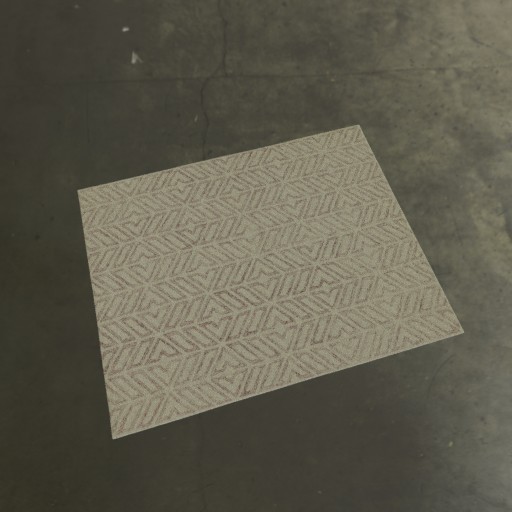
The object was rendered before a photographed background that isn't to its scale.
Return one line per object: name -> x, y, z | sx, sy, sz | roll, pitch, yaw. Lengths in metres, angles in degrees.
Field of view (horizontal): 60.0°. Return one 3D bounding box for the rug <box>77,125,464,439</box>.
rug -> 0.000, 0.000, 4.150 | 3.045, 0.008, 2.421 | -15, 65, -7
